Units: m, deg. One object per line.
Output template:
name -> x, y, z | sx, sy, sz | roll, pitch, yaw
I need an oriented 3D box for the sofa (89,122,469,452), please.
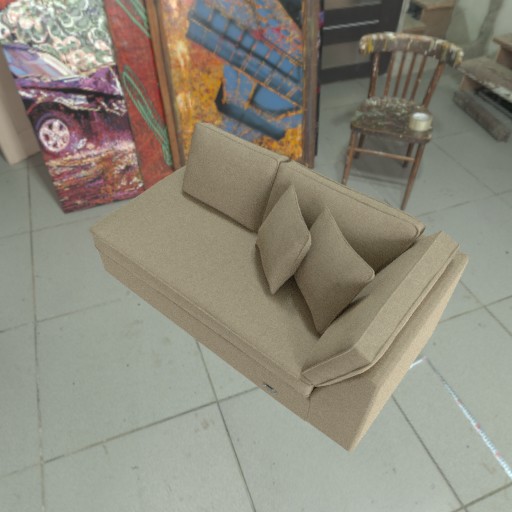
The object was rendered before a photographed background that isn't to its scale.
sofa -> 0.000, 0.000, 2.907 | 2.237, 1.033, 1.110 | 30, 53, 26
